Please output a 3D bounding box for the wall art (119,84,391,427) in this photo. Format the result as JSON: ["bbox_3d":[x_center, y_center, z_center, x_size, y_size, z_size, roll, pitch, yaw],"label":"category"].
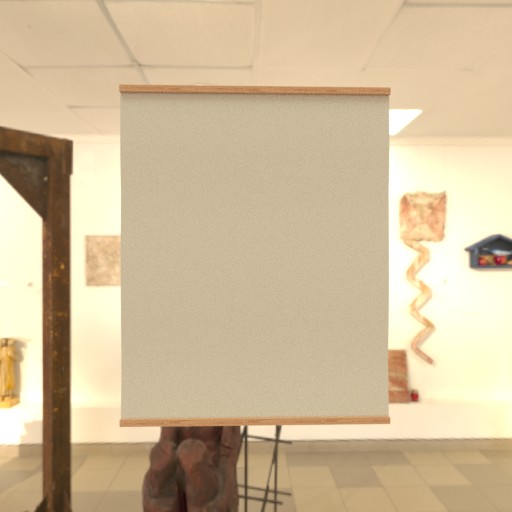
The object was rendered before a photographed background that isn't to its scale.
[{"bbox_3d":[0.000,0.000,0.670,0.406,0.508,0.013,0,0,-2],"label":"wall art"}]
